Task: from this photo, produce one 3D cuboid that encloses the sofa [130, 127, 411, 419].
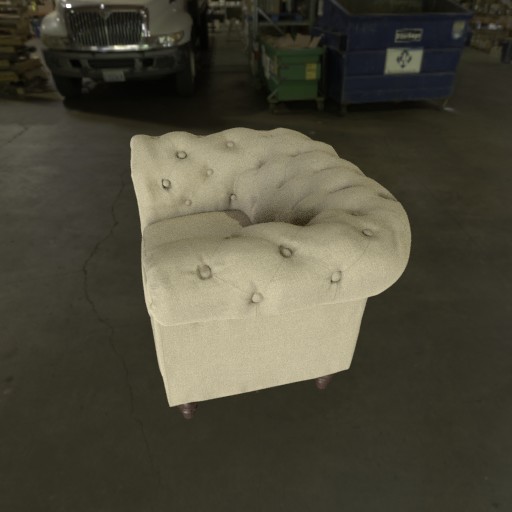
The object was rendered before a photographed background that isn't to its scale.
[{"bbox_3d":[0.000,0.000,2.048,1.034,0.878,1.405,-8,33,-13],"label":"sofa"}]
